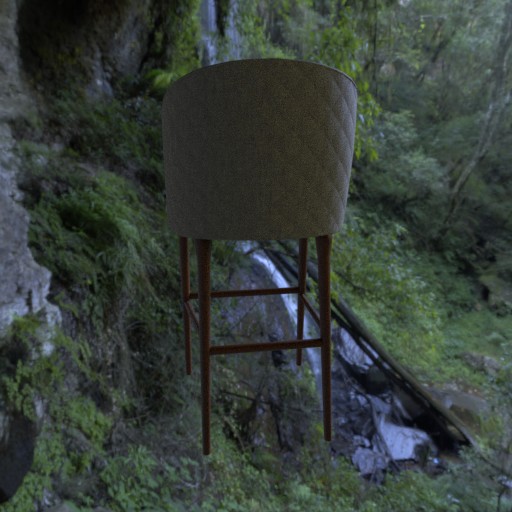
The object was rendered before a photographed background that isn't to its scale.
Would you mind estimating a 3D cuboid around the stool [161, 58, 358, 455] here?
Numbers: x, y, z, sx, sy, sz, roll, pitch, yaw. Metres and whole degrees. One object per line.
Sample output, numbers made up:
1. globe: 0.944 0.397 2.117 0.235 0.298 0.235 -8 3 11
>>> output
1. stool: 0.000 0.000 1.430 0.559 1.078 0.607 -2 14 -9
